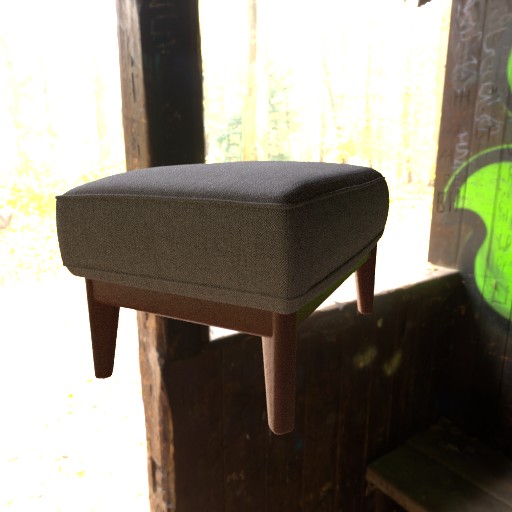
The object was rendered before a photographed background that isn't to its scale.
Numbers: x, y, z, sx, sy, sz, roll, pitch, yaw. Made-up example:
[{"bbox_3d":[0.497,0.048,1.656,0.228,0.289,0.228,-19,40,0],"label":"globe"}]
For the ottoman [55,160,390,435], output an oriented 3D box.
[{"bbox_3d":[0.000,0.000,1.111,0.555,0.458,0.750,7,15,26],"label":"ottoman"}]
